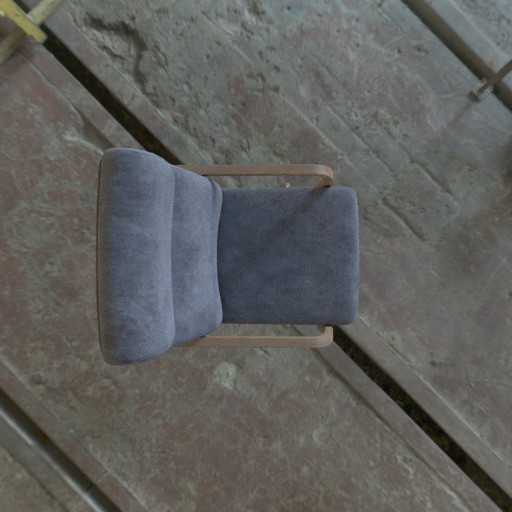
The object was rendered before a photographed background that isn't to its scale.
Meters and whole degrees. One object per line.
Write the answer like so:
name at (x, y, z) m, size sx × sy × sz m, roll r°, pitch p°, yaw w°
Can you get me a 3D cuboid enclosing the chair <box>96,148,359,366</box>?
chair at (0.000, 0.000, 1.486) m, size 0.741 × 1.029 × 0.640 m, roll 0°, pitch 90°, yaw 0°
